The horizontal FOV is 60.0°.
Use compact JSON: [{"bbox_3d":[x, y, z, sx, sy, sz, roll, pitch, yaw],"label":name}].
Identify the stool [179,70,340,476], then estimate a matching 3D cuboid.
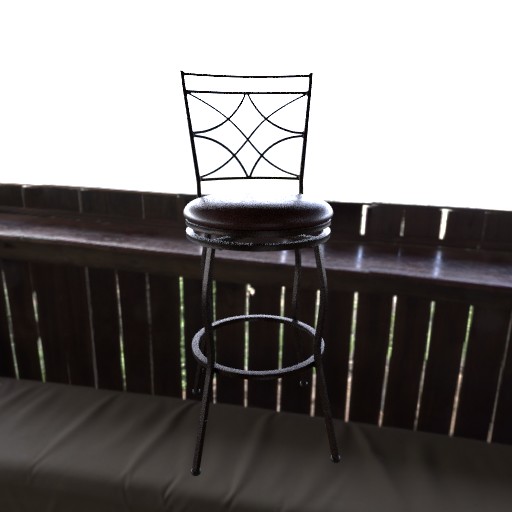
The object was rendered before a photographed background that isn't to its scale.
[{"bbox_3d":[0.000,0.000,1.370,0.434,1.117,0.534,-2,15,-7],"label":"stool"}]
